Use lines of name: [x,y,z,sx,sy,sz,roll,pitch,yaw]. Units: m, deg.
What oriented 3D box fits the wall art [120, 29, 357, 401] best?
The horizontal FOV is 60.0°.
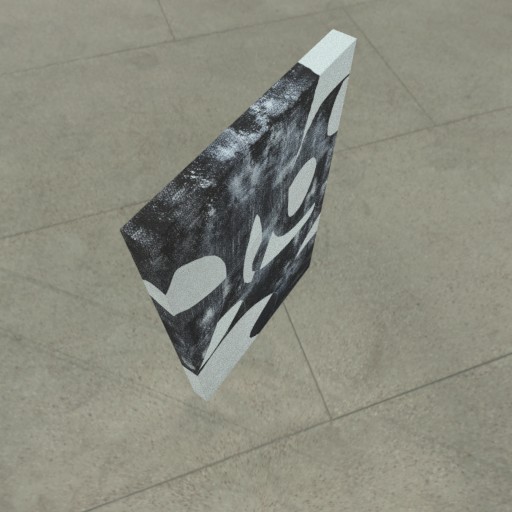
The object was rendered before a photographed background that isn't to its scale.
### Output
wall art: [0.000,0.000,0.771,0.039,0.610,0.407,32,64,18]
